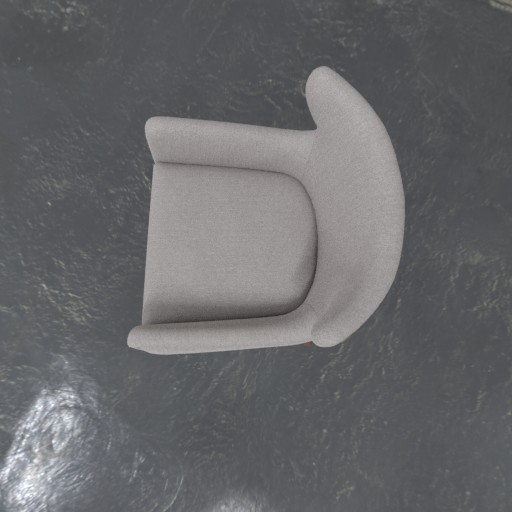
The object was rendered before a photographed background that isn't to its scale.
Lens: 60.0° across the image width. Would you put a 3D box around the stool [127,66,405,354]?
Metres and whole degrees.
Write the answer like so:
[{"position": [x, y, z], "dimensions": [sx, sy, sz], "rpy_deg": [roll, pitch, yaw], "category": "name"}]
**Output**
[{"position": [0.000, 0.000, 1.286], "dimensions": [0.575, 0.951, 0.575], "rpy_deg": [1, 75, 0], "category": "stool"}]
